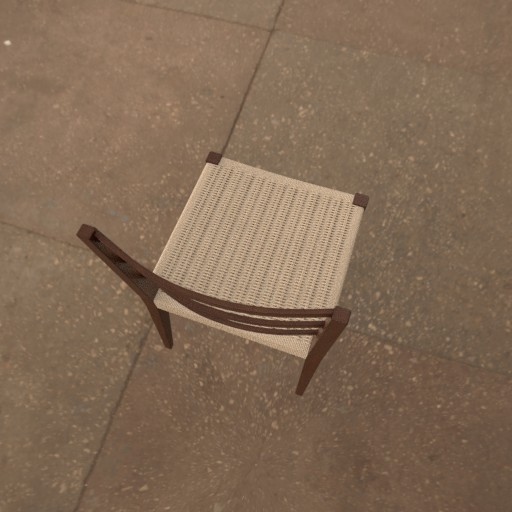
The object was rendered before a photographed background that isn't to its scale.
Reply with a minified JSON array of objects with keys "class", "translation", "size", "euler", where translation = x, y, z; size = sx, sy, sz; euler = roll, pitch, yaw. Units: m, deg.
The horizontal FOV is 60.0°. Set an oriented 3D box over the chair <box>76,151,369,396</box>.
[{"class":"chair","translation":[0.000,0.000,1.168],"size":[0.480,0.813,0.551],"euler":[18,66,8]}]
